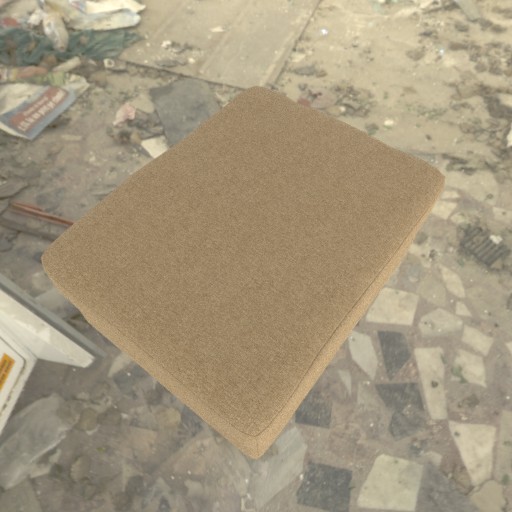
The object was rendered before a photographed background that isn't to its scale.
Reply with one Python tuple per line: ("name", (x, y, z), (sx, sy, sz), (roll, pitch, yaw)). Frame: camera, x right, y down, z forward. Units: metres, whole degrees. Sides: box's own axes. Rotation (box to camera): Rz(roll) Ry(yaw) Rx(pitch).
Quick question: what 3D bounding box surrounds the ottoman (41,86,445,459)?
("ottoman", (0.000, 0.000, 1.297), (0.692, 0.511, 0.889), (33, 62, 20))
